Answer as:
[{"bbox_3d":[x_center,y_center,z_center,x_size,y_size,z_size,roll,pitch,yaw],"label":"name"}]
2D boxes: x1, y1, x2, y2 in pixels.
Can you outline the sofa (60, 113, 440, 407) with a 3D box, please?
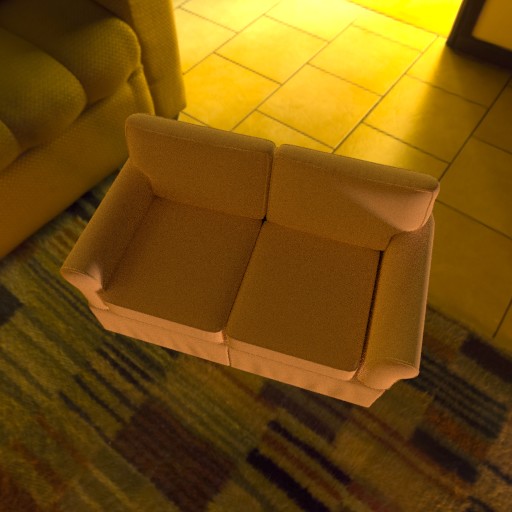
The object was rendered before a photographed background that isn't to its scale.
[{"bbox_3d":[0.000,0.000,2.367,1.727,0.940,0.991,14,59,9],"label":"sofa"}]
